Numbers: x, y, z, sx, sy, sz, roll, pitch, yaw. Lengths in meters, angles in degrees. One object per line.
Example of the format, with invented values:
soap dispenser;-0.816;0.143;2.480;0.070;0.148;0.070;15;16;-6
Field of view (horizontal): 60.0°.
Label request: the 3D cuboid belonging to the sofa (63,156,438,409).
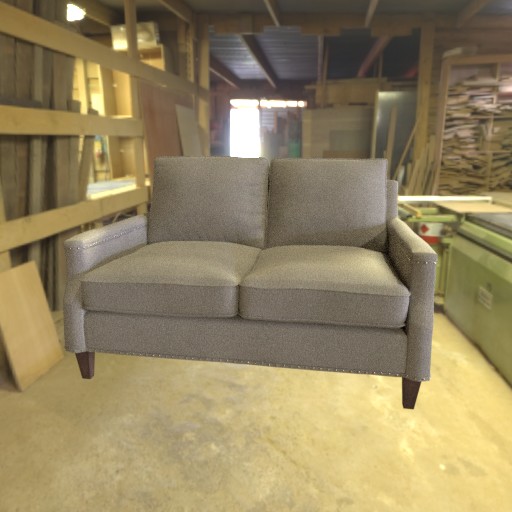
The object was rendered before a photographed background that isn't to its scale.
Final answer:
sofa;0.000;0.000;2.297;1.597;1.003;1.084;2;14;10
